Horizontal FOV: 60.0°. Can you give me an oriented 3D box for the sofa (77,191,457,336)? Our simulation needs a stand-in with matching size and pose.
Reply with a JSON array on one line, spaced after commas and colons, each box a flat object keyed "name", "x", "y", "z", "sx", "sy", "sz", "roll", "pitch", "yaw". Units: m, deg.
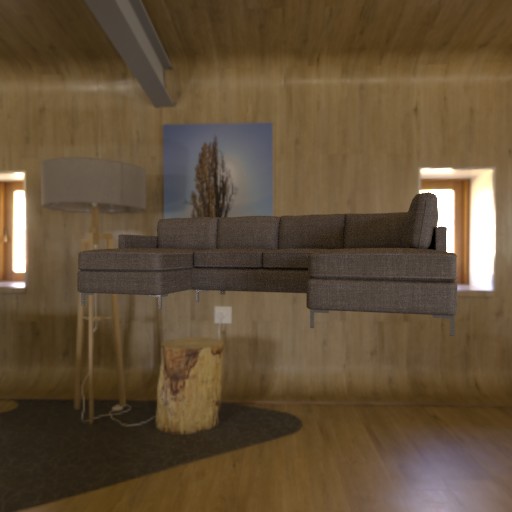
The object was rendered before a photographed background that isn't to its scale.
[{"name": "sofa", "x": 0.000, "y": 0.000, "z": 4.358, "sx": 3.423, "sy": 0.999, "sz": 2.048, "roll": 0, "pitch": 1, "yaw": 18}]
